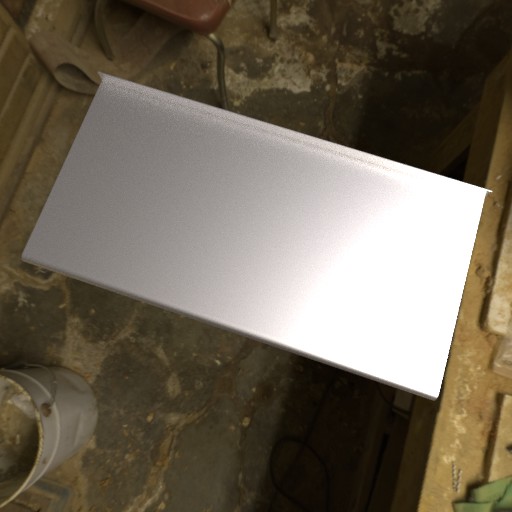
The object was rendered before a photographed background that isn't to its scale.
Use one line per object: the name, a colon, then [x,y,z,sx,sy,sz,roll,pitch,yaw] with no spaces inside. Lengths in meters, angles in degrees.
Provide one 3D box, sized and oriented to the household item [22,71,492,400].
household item: [0.000,0.000,1.661,1.219,0.851,0.610,18,78,4]
